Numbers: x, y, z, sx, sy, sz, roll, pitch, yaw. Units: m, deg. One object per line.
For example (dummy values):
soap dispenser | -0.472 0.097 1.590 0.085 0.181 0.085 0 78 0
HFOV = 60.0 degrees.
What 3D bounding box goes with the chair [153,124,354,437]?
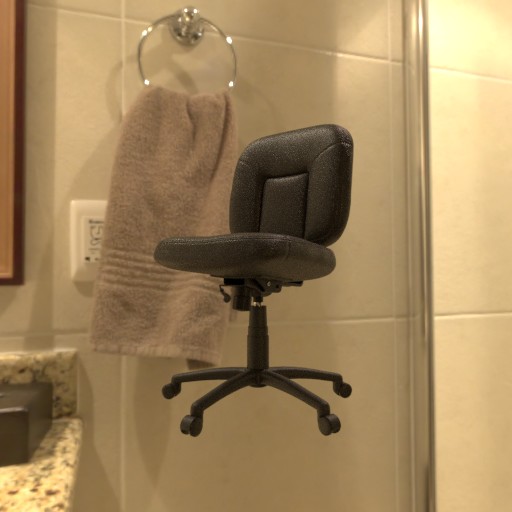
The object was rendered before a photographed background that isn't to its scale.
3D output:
chair | 0.000 0.000 1.426 0.647 0.959 0.646 -1 -2 35
